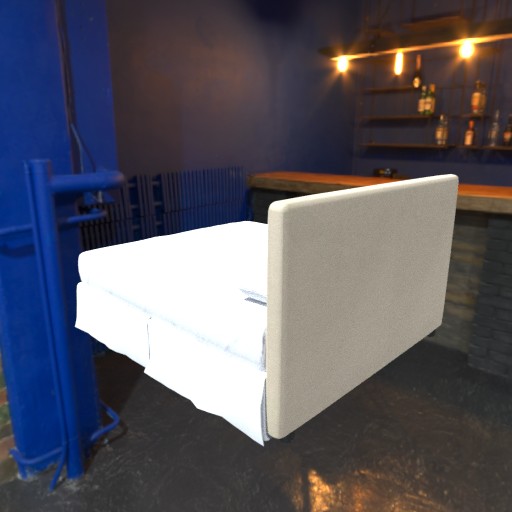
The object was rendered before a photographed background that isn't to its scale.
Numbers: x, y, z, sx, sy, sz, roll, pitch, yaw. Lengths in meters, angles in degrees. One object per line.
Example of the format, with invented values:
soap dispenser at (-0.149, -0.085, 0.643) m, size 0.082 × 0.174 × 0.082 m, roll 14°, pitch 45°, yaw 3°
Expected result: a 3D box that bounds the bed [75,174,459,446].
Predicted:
bed at (0.000, 0.000, 3.569) m, size 2.319 × 1.317 × 2.119 m, roll 14°, pitch 21°, yaw 42°
